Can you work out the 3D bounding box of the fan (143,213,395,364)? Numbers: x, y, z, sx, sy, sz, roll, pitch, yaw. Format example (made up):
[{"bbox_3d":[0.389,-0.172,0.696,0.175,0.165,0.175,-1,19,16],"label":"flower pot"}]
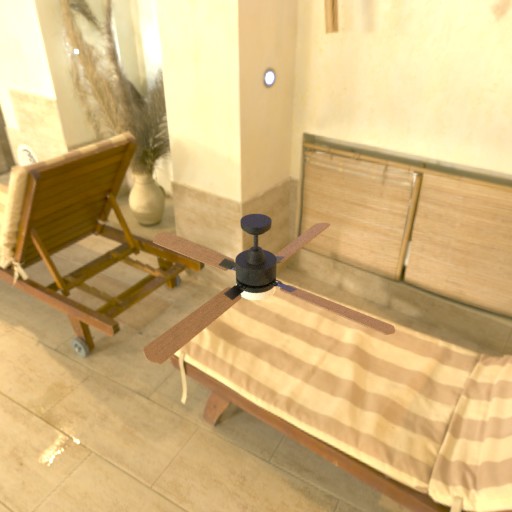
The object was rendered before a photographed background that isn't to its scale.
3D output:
[{"bbox_3d":[0.000,0.000,1.983,1.320,0.355,1.320,21,37,30],"label":"fan"}]
